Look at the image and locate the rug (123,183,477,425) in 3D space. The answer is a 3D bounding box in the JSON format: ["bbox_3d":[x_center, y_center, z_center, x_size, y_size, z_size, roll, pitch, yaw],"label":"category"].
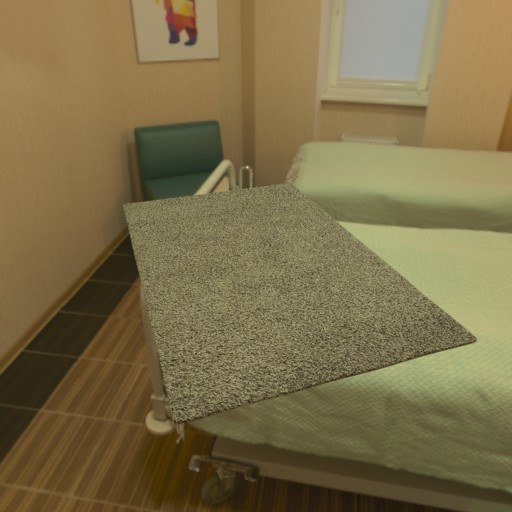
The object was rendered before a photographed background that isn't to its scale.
[{"bbox_3d":[0.000,0.000,3.441,1.778,0.030,2.743,-10,31,-17],"label":"rug"}]
